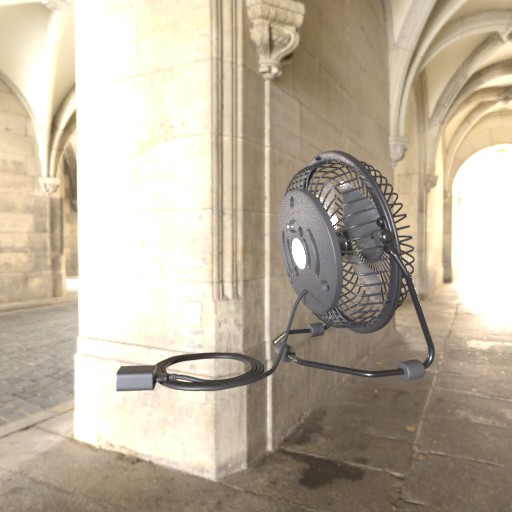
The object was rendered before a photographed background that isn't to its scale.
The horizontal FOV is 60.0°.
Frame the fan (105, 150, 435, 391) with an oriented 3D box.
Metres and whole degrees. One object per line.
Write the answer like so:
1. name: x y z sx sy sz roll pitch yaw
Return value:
1. fan: 0.000 0.000 0.312 0.202 0.152 0.153 -1 2 -18
